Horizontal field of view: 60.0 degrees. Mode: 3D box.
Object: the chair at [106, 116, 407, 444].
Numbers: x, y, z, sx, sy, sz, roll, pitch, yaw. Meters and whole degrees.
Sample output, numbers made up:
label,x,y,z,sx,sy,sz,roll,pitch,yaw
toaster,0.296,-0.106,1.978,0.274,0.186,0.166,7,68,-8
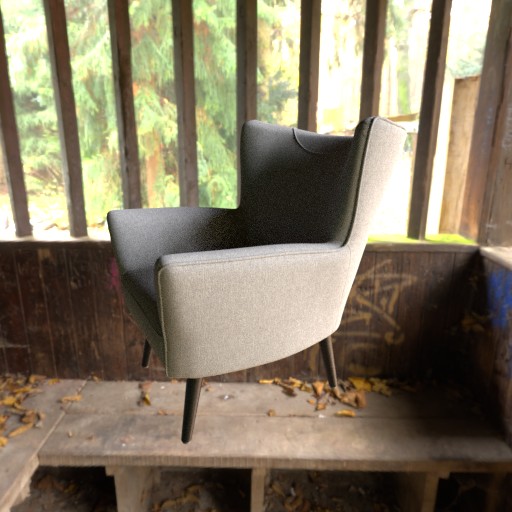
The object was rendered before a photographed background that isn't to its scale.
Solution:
label,x,y,z,sx,sy,sz,roll,pitch,yaw
chair,0.000,0.000,1.566,0.888,0.933,0.781,-8,18,-26
